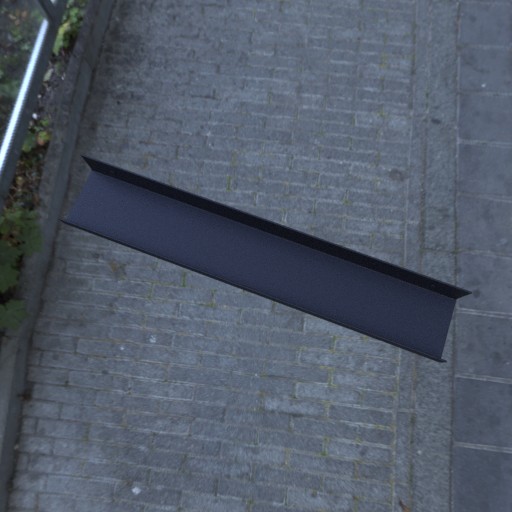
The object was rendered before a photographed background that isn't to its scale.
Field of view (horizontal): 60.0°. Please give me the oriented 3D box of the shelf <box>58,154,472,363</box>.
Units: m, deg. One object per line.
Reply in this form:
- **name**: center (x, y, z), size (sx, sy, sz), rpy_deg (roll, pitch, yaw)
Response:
- **shelf**: center (0.000, 0.000, 0.656), size (0.605, 0.053, 0.102), rpy_deg (20, 76, 5)
